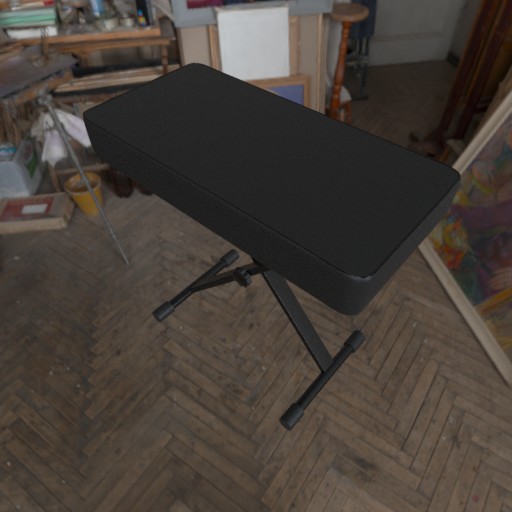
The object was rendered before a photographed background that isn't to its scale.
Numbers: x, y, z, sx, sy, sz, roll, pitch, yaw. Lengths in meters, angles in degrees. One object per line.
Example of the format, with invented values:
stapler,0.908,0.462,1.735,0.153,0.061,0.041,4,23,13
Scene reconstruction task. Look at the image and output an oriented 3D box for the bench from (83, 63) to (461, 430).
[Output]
bench,0.000,0.000,0.940,0.600,0.561,0.300,33,55,27
